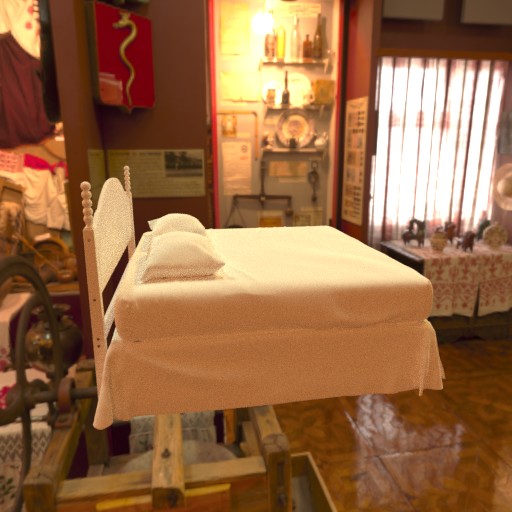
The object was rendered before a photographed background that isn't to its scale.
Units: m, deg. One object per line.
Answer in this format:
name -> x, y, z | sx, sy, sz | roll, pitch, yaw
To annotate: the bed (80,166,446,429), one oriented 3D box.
bed -> 0.000, 0.000, 3.568 | 2.219, 1.355, 2.322 | -2, 14, -9
